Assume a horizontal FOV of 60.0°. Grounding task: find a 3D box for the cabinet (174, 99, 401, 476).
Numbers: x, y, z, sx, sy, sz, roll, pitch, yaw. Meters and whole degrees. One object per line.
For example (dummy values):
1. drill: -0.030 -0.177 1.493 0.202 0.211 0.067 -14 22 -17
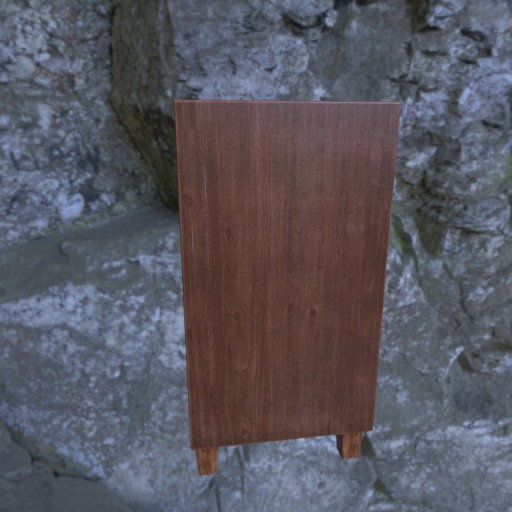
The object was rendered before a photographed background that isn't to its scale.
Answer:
1. cabinet: 0.000 0.000 1.252 0.412 0.785 0.796 -2 16 -8
